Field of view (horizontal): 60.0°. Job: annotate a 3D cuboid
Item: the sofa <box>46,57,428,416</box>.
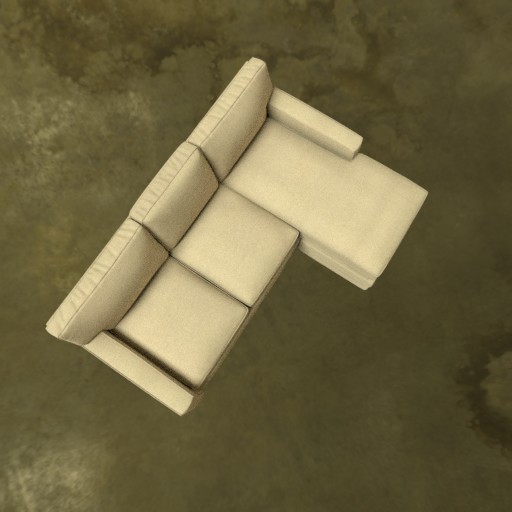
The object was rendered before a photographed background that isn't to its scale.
[{"bbox_3d":[0.000,0.000,2.851,1.496,0.861,2.087,32,78,8],"label":"sofa"}]
